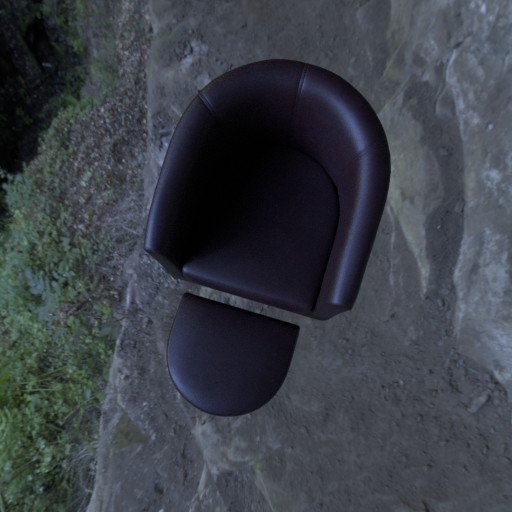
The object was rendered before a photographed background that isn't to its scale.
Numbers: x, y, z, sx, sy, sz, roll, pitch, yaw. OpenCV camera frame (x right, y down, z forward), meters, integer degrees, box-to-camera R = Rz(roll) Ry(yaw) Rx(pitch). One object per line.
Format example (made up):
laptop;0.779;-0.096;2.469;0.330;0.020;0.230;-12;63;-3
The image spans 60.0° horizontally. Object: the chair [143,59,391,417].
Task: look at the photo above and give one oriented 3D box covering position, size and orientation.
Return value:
chair;0.000;0.000;1.658;0.737;0.755;1.176;16;77;4
